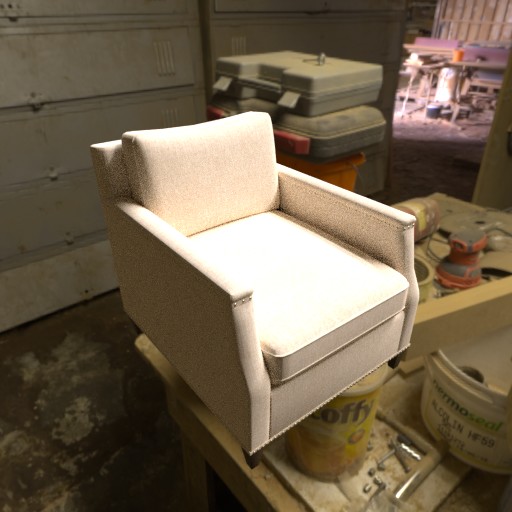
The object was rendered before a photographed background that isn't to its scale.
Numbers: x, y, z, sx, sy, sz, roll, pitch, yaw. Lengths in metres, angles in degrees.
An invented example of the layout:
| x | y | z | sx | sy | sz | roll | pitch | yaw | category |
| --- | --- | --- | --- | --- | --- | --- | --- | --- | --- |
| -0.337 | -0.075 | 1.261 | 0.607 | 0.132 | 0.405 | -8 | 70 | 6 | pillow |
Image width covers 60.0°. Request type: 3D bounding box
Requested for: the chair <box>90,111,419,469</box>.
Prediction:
| x | y | z | sx | sy | sz | roll | pitch | yaw | category |
| --- | --- | --- | --- | --- | --- | --- | --- | --- | --- |
| 0.000 | 0.000 | 1.785 | 0.838 | 0.940 | 1.041 | -21 | 36 | -32 | chair |
